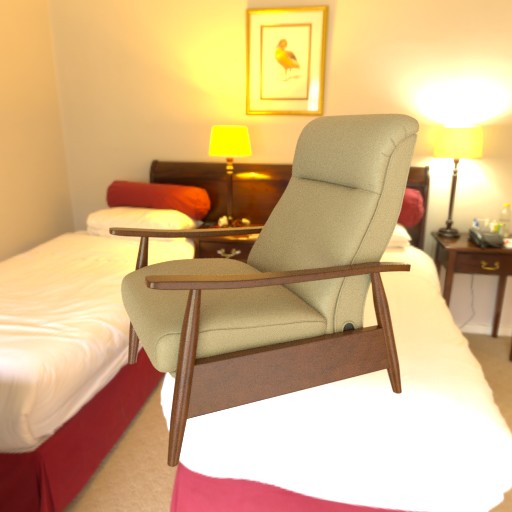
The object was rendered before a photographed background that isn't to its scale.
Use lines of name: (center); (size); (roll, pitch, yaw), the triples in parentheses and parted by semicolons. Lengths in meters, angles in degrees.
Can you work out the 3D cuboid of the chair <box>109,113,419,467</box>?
chair: (0.000, 0.000, 1.766); (1.014, 1.082, 0.762); (-8, 18, -24)
